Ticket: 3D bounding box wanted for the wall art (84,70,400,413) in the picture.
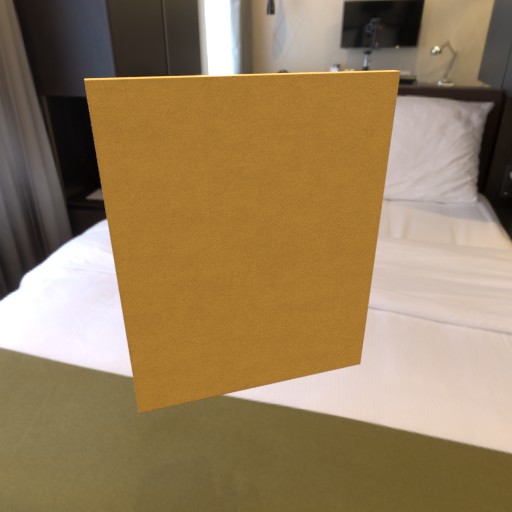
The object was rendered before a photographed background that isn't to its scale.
[{"bbox_3d":[0.000,0.000,1.317,0.798,1.002,0.030,-8,28,-15],"label":"wall art"}]
